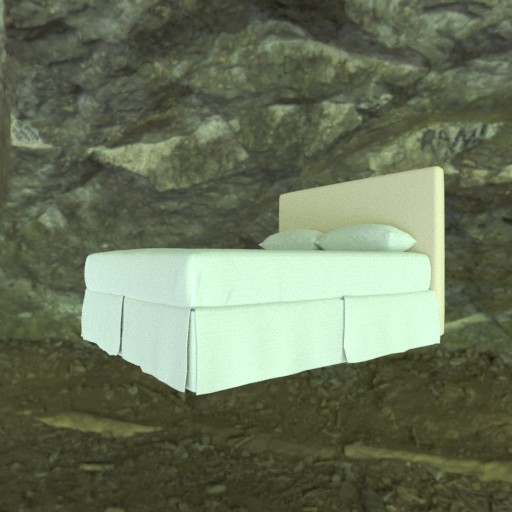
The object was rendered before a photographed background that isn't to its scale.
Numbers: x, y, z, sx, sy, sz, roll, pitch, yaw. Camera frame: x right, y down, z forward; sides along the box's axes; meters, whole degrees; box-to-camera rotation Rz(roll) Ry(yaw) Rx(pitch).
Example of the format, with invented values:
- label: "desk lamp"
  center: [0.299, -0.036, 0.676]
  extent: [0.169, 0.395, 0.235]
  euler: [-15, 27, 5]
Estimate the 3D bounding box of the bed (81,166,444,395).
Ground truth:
- label: "bed"
  center: [0.000, 0.000, 3.359]
  extent: [2.142, 1.330, 1.884]
  euler: [0, 0, -37]
